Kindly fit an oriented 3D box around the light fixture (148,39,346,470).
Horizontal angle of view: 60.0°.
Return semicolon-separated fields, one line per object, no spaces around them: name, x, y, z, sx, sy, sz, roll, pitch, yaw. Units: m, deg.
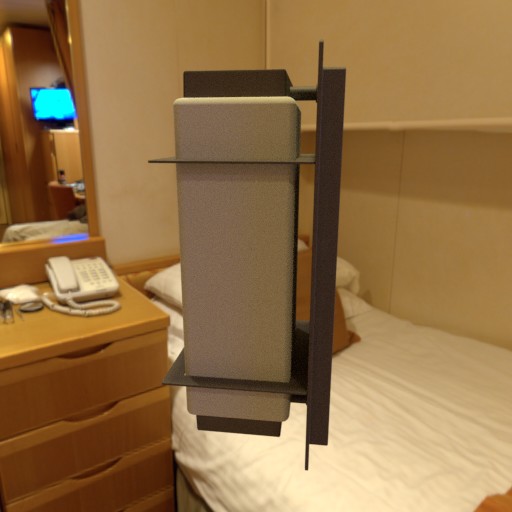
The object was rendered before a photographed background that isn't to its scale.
light fixture;0.000;0.000;0.423;0.146;0.347;0.153;2;15;7
